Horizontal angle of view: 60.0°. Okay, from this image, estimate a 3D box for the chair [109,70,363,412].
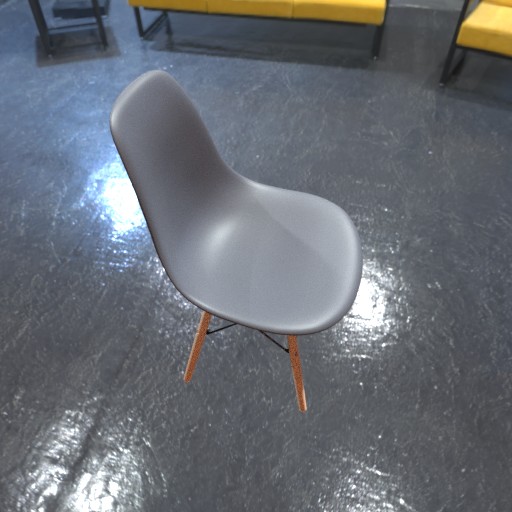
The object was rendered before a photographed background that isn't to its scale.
[{"bbox_3d":[0.000,0.000,1.128,0.533,0.826,0.470,12,48,10],"label":"chair"}]
